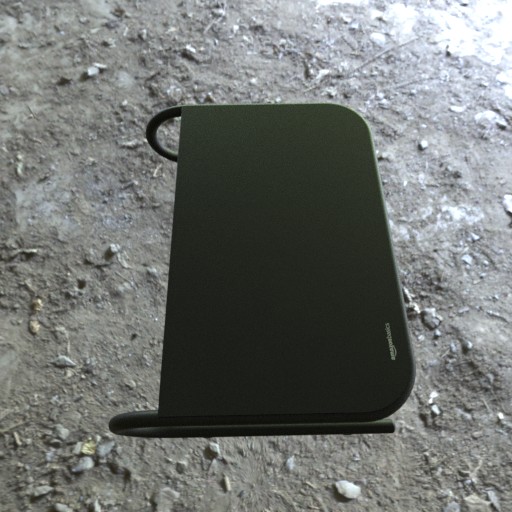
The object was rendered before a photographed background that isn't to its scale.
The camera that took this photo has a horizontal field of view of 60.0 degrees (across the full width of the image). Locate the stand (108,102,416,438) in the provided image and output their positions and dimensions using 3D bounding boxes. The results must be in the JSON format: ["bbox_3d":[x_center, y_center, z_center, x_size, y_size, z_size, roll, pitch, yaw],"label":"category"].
[{"bbox_3d":[0.000,0.000,0.499,0.280,0.108,0.370,-1,62,-1],"label":"stand"}]
